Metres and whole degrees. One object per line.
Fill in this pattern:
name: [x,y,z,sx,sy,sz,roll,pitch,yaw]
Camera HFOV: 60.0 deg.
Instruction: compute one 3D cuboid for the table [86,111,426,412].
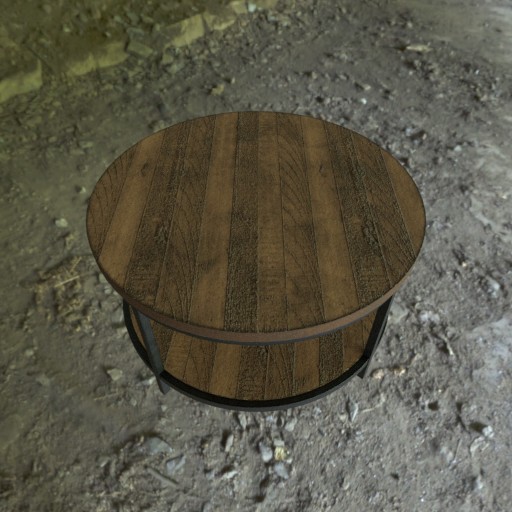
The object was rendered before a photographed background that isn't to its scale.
table: [0.000,0.000,1.295,0.837,0.462,0.837,0,47,0]
